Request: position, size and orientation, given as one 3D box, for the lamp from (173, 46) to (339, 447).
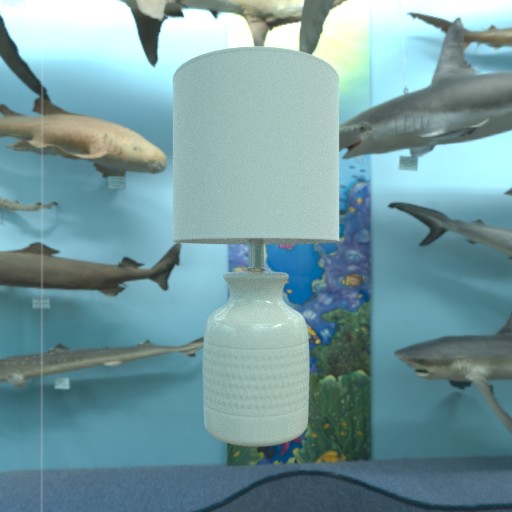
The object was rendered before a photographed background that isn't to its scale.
[{"bbox_3d":[0.000,0.000,0.508,0.188,0.392,0.188,0,0,-1],"label":"lamp"}]
